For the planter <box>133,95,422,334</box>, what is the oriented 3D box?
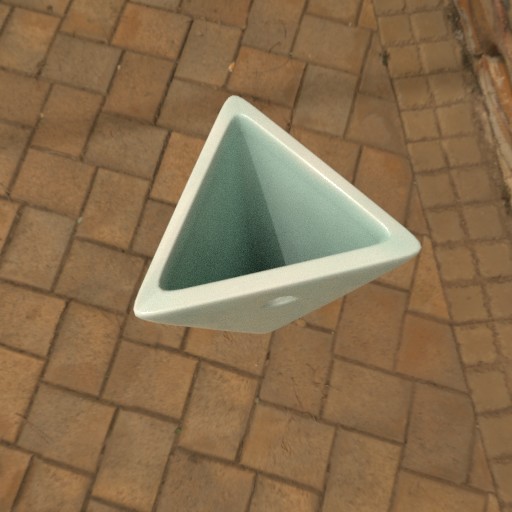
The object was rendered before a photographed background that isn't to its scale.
[{"bbox_3d":[0.000,0.000,0.212,0.080,0.178,0.064,-13,76,-3],"label":"planter"}]
